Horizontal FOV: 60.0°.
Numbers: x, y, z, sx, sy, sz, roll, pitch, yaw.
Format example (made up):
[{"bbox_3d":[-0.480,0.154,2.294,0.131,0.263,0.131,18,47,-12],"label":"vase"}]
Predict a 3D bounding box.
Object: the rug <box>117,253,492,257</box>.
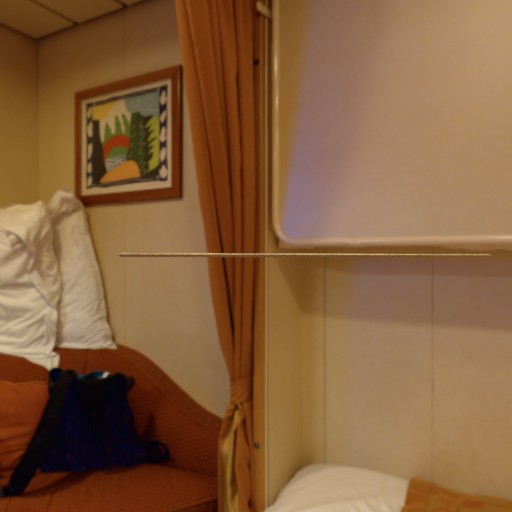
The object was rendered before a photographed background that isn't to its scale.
[{"bbox_3d":[0.000,0.000,4.087,2.406,0.012,3.034,0,0,-17],"label":"rug"}]
